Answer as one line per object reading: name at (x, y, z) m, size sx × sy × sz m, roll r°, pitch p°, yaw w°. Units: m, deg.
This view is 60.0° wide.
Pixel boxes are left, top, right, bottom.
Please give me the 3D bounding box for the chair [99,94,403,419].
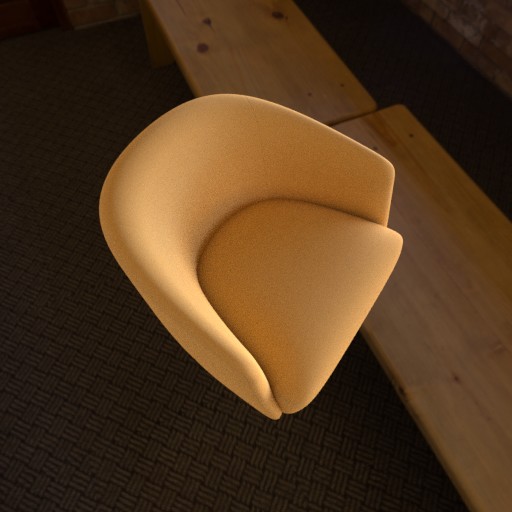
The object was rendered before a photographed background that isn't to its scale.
chair at (0.000, 0.000, 1.409) m, size 0.767 × 0.698 × 0.773 m, roll 30°, pitch 63°, yaw 17°
